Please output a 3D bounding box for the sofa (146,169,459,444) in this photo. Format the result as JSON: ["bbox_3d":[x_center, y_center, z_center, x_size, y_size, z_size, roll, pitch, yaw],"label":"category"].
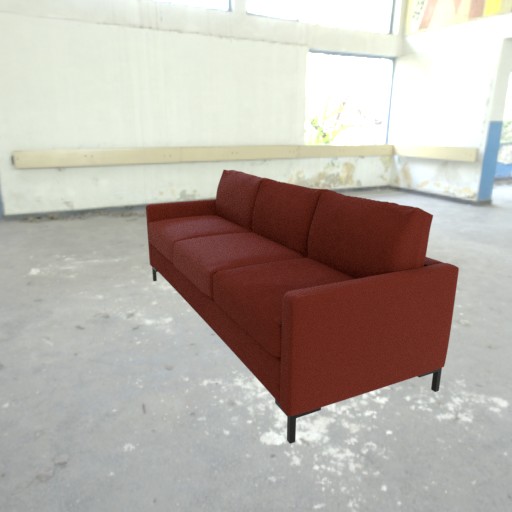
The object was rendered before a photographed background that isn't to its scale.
[{"bbox_3d":[0.000,0.000,2.732,0.875,0.879,2.252,-8,18,-25],"label":"sofa"}]
